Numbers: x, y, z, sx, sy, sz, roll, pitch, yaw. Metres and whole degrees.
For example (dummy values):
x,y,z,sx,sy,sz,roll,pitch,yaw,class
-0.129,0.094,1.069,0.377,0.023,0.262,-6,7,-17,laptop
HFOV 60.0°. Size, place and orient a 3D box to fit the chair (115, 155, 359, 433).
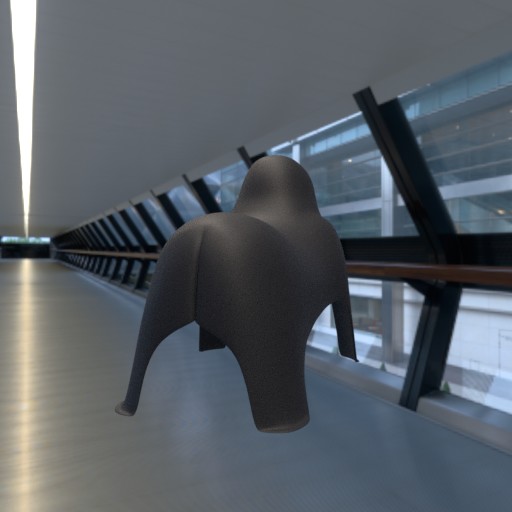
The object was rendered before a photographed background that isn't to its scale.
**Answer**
x,y,z,sx,sy,sz,roll,pitch,yaw,class
0.000,0.000,1.140,0.490,0.600,0.758,0,0,17,chair
